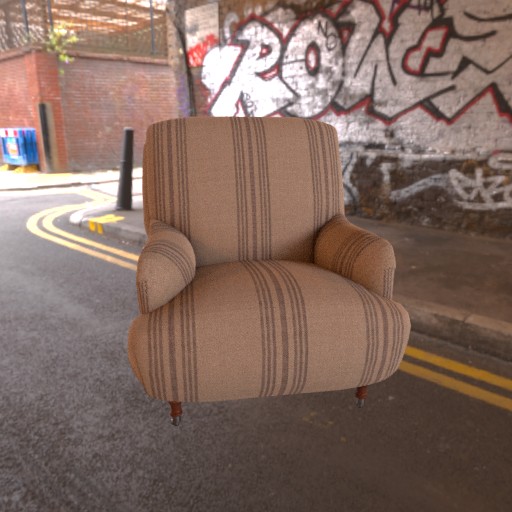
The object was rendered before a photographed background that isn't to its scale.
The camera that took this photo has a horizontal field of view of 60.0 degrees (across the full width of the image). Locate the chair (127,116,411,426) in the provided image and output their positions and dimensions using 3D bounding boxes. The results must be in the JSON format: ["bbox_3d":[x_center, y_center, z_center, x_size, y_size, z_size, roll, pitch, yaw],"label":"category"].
[{"bbox_3d":[0.000,0.000,1.535,0.813,0.940,0.914,-2,16,-9],"label":"chair"}]
